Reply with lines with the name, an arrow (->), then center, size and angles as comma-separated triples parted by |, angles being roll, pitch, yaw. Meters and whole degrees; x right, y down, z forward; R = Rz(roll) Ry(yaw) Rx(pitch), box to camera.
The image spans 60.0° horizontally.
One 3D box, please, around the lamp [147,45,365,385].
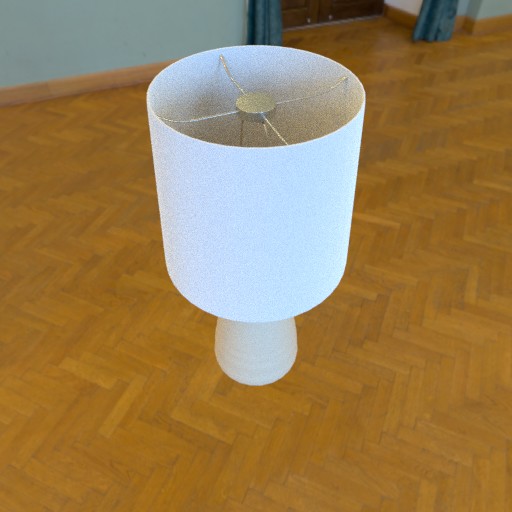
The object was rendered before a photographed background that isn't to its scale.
lamp -> 0.000, 0.000, 0.470 | 0.186, 0.369, 0.186 | 0, 47, 0
